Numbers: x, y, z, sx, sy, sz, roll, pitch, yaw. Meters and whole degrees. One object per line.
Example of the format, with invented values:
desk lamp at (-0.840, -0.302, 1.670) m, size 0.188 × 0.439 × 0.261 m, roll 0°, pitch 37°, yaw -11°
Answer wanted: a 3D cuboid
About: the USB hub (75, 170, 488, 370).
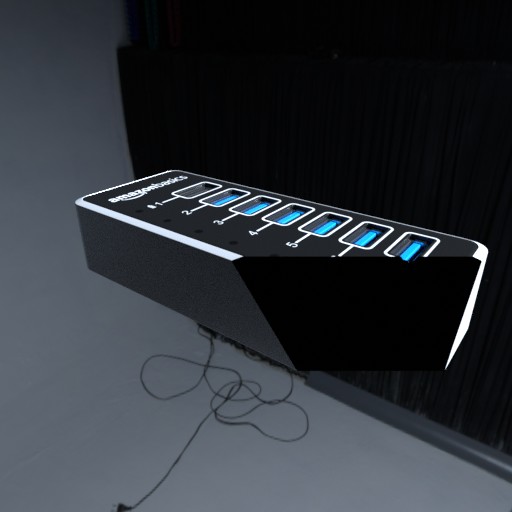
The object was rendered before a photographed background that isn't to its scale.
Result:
USB hub at (0.000, 0.000, 0.126) m, size 0.110 × 0.023 × 0.044 m, roll 19°, pitch 32°, yaw 33°
